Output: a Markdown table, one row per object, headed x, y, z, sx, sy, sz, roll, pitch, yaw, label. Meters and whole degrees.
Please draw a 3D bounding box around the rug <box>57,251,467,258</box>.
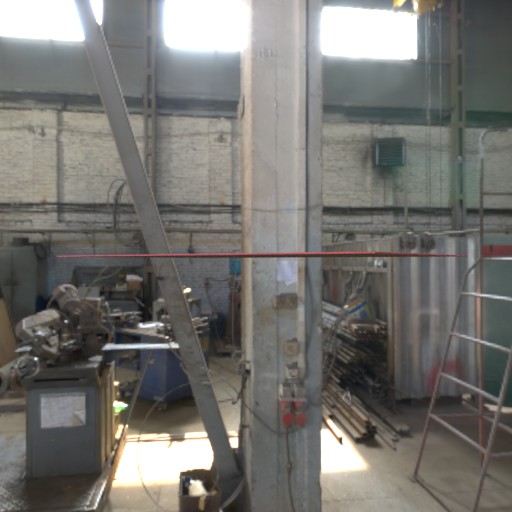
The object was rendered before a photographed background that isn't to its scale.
| x | y | z | sx | sy | sz | roll | pitch | yaw | label |
| --- | --- | --- | --- | --- | --- | --- | --- | --- | --- |
| 0.000 | 0.000 | 2.348 | 1.814 | 0.008 | 1.209 | 0 | -1 | 37 | rug |
